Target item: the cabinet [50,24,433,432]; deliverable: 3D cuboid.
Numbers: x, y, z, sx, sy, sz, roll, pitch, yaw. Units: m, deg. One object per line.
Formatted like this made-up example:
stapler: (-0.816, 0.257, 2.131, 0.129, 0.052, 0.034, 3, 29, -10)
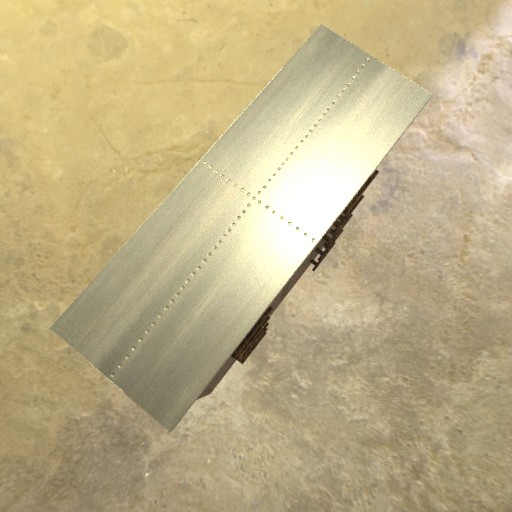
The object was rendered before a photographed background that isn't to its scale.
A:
cabinet: (0.000, 0.000, 1.440, 0.338, 0.919, 0.968, 37, 78, 9)
